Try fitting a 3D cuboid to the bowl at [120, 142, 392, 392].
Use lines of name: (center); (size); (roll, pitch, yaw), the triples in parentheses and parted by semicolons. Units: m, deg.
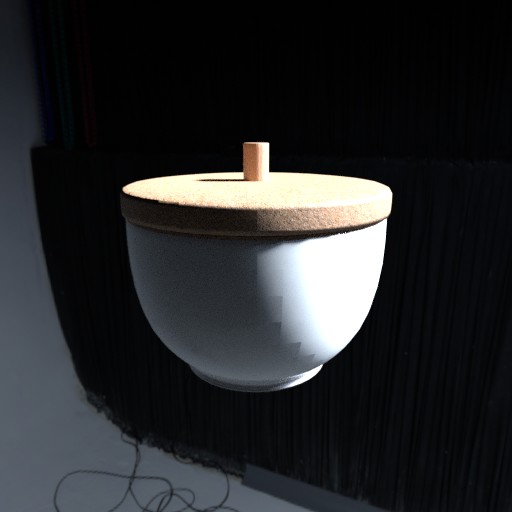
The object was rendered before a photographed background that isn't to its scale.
bowl: (0.000, 0.000, 0.223); (0.126, 0.110, 0.126); (0, 15, 0)
